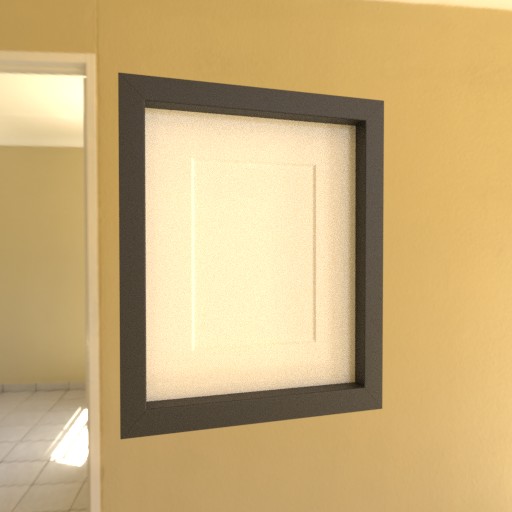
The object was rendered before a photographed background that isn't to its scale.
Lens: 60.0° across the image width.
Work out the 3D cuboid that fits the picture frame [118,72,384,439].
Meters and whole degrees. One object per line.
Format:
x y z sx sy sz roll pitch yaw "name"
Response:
0.000 0.000 0.395 0.232 0.284 0.042 0 1 -16 "picture frame"
